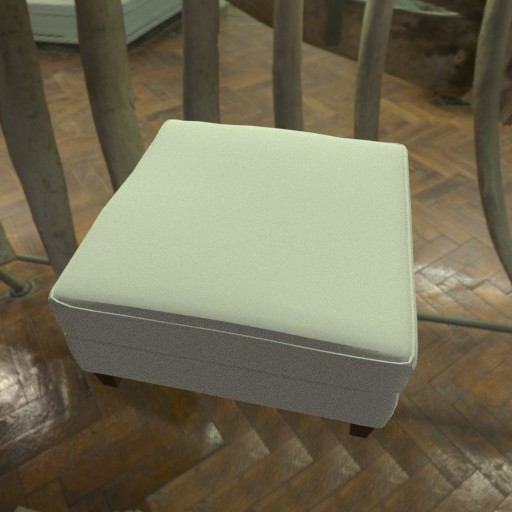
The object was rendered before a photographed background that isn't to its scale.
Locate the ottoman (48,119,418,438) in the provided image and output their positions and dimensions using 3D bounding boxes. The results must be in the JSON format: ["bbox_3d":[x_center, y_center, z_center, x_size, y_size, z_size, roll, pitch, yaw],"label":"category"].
[{"bbox_3d":[0.000,0.000,1.340,0.838,0.479,0.838,8,47,8],"label":"ottoman"}]
